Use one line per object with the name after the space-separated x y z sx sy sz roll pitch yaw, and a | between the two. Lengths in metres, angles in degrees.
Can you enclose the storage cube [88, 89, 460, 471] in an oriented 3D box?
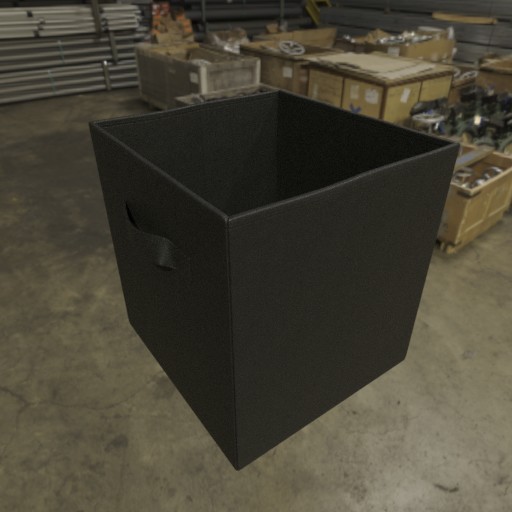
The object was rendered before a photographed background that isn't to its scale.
0.000 0.000 0.499 0.270 0.280 0.270 -21 39 -29 | storage cube
